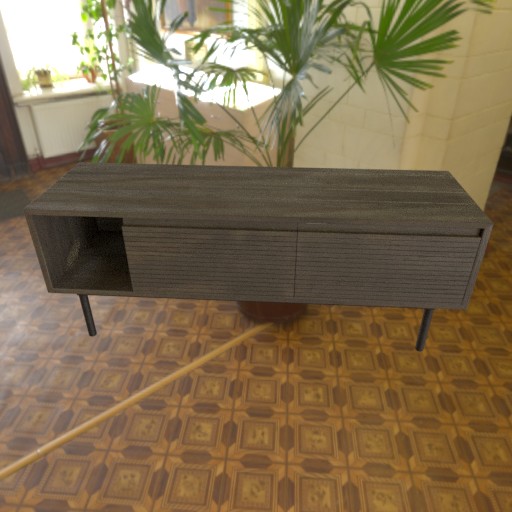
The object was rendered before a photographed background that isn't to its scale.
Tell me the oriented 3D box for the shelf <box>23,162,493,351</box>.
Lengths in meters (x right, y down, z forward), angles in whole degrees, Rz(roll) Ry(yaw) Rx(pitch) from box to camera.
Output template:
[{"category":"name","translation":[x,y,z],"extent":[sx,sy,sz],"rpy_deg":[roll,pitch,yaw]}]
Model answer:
[{"category":"shelf","translation":[0.000,0.000,1.515],"extent":[1.300,0.495,0.400],"rpy_deg":[2,31,3]}]
